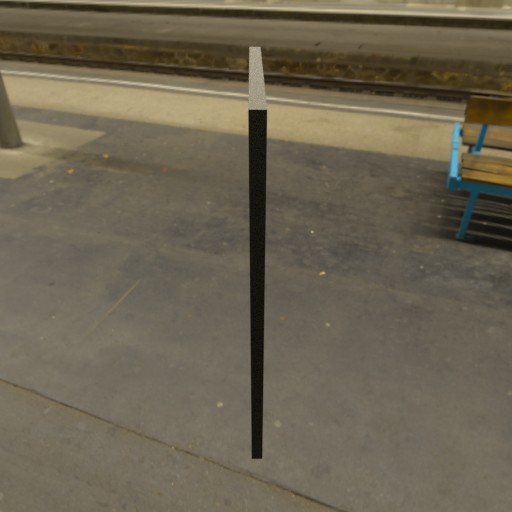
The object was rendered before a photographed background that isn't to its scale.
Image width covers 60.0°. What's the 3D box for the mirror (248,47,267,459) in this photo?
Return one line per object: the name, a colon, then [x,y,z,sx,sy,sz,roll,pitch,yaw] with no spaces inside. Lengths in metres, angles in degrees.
mirror: [0.000,0.000,1.546,0.038,1.219,0.762,0,34,0]
